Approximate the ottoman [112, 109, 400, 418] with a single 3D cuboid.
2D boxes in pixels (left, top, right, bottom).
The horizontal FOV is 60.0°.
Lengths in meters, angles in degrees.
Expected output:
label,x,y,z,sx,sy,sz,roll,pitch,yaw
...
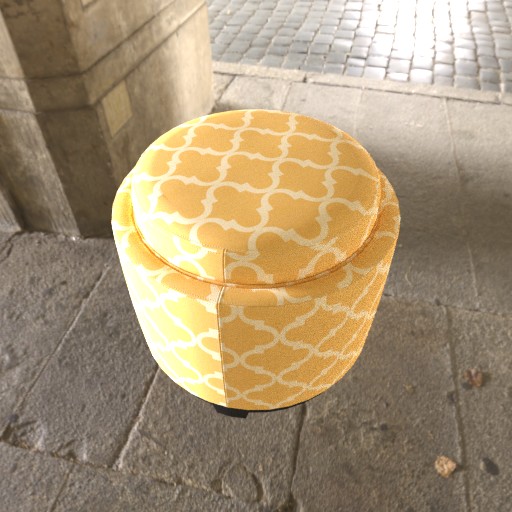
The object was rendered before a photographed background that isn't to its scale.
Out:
label,x,y,z,sx,sy,sz,roll,pitch,yaw
ottoman,0.000,0.000,0.843,0.480,0.429,0.480,0,46,0
